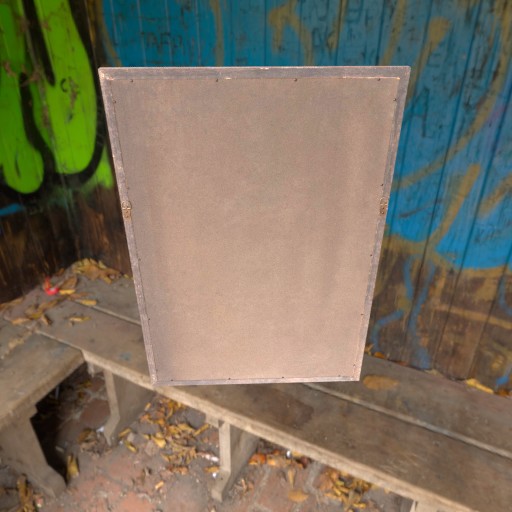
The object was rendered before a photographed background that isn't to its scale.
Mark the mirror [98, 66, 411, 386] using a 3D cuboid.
[{"bbox_3d":[0.000,0.000,1.260,0.705,0.996,0.025,-1,31,-2],"label":"mirror"}]
